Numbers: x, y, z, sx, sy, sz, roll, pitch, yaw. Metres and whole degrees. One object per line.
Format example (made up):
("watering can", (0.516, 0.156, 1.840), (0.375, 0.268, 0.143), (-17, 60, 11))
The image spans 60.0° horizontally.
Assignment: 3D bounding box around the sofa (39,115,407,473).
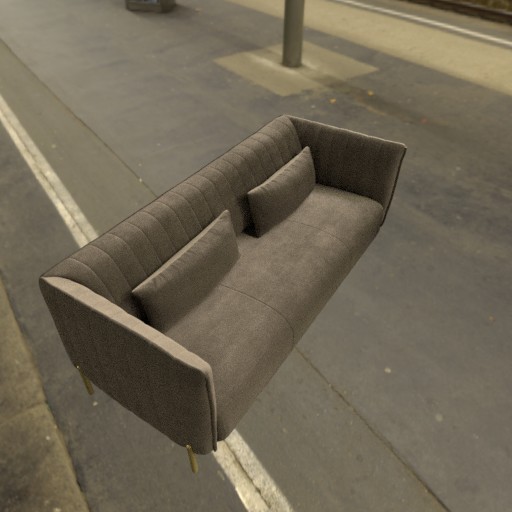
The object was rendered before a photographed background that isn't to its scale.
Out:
("sofa", (0.000, 0.000, 2.416), (0.876, 0.780, 1.980), (23, 46, 25))
